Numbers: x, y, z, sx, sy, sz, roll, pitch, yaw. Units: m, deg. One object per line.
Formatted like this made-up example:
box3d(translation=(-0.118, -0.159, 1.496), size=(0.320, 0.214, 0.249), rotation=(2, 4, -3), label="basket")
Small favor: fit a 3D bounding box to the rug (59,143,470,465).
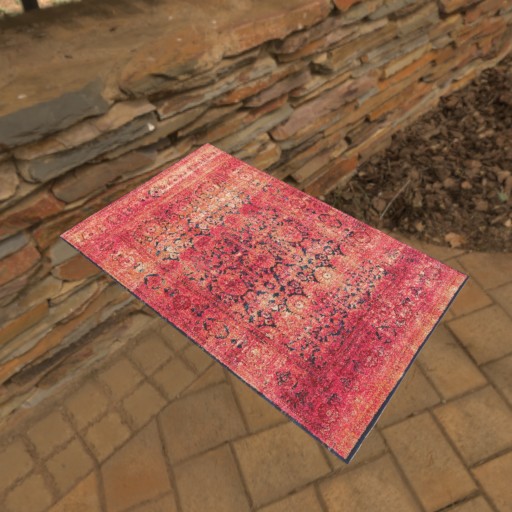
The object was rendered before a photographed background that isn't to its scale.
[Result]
box3d(translation=(0.000, 0.000, 3.082), size=(2.449, 0.018, 1.539), rotation=(32, 55, 25), label="rug")
